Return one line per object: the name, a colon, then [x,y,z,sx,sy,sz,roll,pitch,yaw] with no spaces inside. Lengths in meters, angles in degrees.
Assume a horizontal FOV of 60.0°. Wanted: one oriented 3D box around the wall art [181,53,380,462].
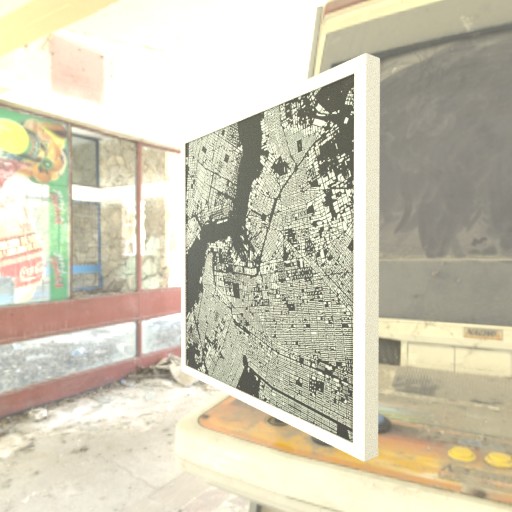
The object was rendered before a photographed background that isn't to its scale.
wall art: [0.000,0.000,1.146,0.050,0.762,0.761,-1,1,-36]
